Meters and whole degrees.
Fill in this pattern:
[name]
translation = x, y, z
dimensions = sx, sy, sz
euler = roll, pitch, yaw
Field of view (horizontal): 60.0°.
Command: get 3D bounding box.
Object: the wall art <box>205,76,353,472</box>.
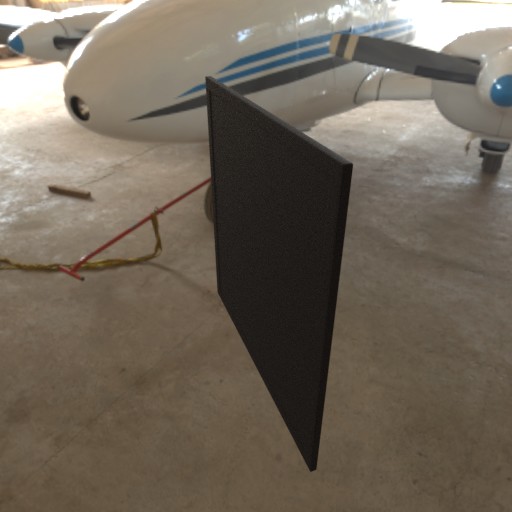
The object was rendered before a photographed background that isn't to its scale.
[wall art]
translation = 0.000, 0.000, 0.849
dimensions = 0.012, 0.558, 0.562
euler = -11, 34, -18
